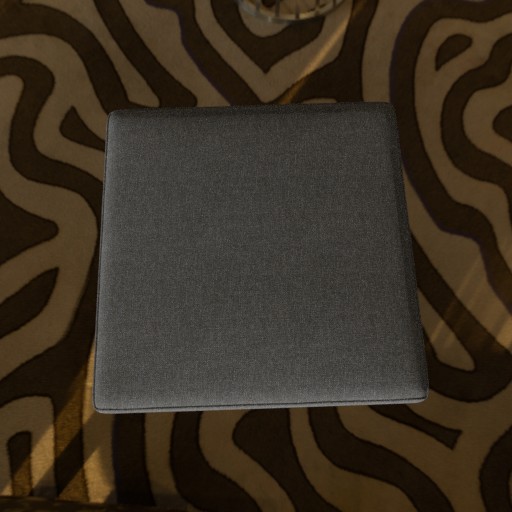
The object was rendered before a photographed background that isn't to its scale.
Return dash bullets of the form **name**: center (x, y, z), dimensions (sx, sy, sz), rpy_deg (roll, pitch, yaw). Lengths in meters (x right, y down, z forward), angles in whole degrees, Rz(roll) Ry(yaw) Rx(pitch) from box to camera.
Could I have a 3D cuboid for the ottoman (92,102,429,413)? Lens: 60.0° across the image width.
- **ottoman**: center (0.000, 0.000, 1.548), dimensions (1.000, 0.439, 1.000), rpy_deg (-2, 76, 0)
